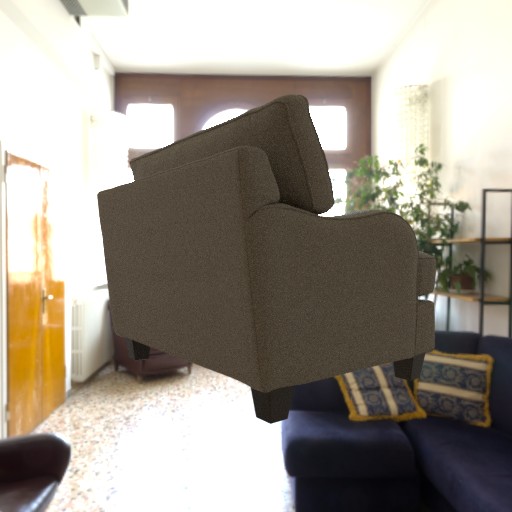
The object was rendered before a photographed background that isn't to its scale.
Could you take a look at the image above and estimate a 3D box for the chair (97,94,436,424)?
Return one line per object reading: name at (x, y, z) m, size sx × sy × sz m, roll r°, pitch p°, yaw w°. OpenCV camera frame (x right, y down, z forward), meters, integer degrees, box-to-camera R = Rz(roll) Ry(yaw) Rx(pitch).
chair at (0.000, 0.000, 1.999) m, size 1.040 × 1.016 × 1.220 m, roll 0°, pitch 0°, yaw -38°
